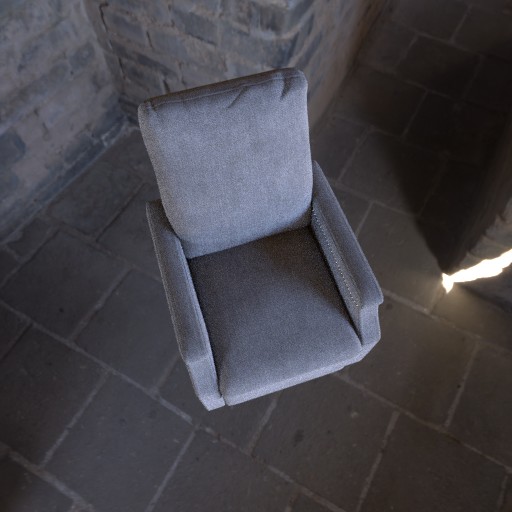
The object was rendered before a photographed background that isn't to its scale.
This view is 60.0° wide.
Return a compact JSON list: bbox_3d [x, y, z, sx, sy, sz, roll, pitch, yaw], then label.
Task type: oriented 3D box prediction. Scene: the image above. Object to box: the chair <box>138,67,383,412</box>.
[{"bbox_3d":[0.000,0.000,1.692,0.710,1.049,0.922,-16,64,-8],"label":"chair"}]
